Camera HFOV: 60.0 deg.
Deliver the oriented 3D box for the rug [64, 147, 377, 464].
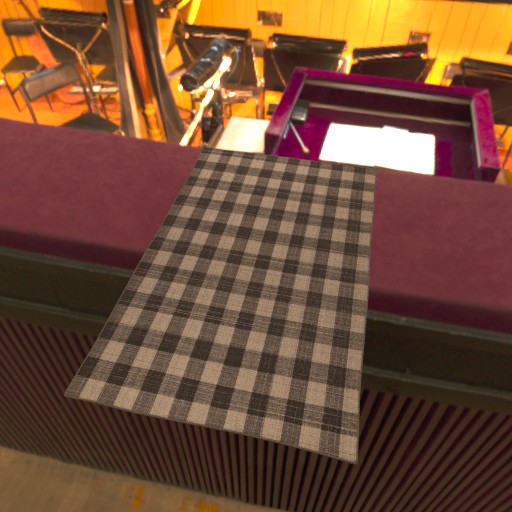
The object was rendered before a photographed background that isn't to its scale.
[{"bbox_3d":[0.000,0.000,3.060,1.554,0.011,2.476,9,47,9],"label":"rug"}]
